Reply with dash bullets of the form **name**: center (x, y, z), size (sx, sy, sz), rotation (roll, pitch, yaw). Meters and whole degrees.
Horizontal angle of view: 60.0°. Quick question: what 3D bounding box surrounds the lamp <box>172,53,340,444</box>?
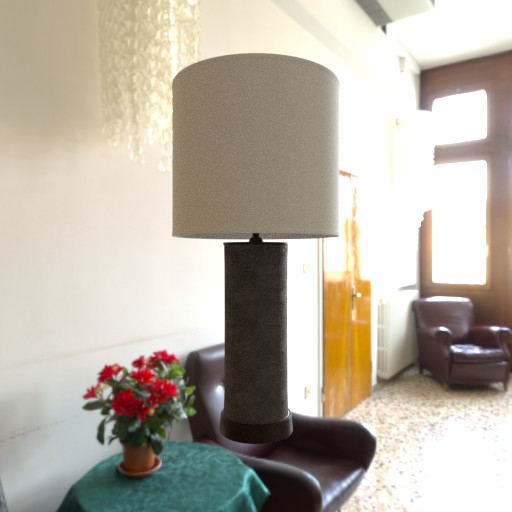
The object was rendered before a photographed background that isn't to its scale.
- **lamp**: center (0.000, 0.000, 0.807), size (0.301, 0.630, 0.301), rotation (0, 0, 0)
